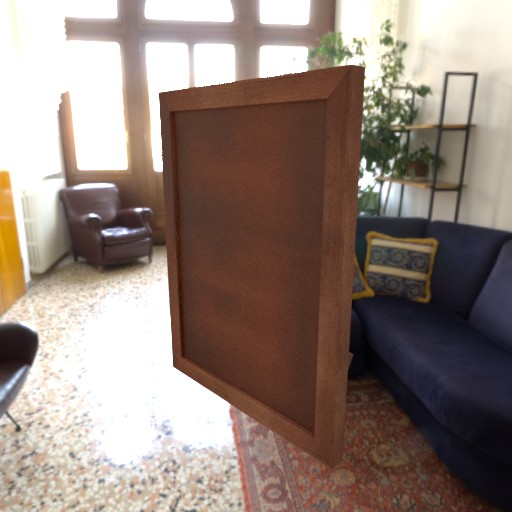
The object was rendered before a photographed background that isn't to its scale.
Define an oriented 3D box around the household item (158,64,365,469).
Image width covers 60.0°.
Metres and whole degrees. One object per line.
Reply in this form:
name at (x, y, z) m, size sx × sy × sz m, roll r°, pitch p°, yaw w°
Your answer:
household item at (0.000, 0.000, 0.558) m, size 0.067 × 0.407 × 0.310 m, roll -13°, pitch 20°, yaw -42°
